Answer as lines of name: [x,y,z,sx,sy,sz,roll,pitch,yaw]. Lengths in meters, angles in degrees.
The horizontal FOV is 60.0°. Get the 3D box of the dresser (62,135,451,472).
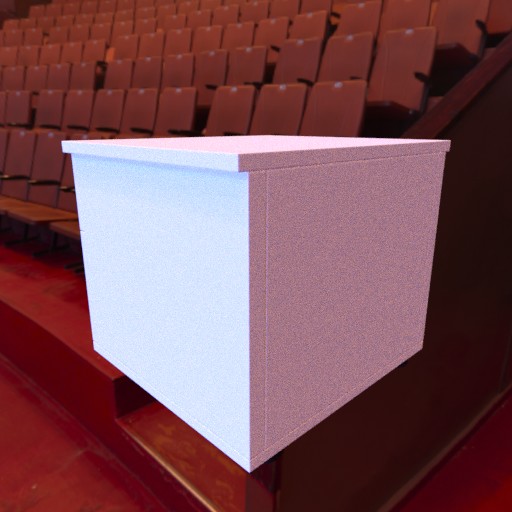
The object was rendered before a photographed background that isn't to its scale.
dresser: [0.000,0.000,0.713,0.430,0.360,0.400,-16,23,-42]
